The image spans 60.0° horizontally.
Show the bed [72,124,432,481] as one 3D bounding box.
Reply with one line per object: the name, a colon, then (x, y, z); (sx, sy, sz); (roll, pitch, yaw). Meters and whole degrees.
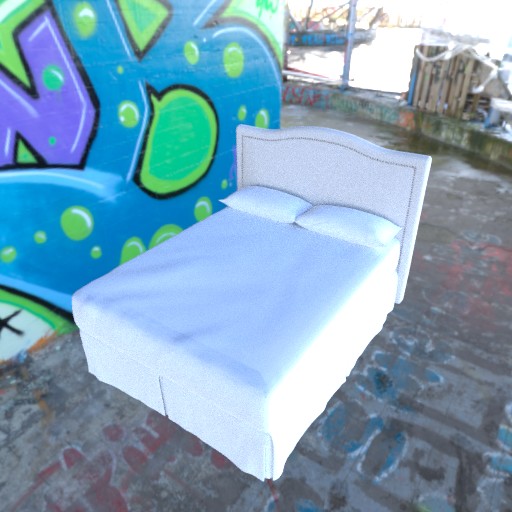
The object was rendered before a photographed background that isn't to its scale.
bed: (0.000, 0.000, 3.277); (1.753, 1.460, 2.143); (19, 35, 29)
